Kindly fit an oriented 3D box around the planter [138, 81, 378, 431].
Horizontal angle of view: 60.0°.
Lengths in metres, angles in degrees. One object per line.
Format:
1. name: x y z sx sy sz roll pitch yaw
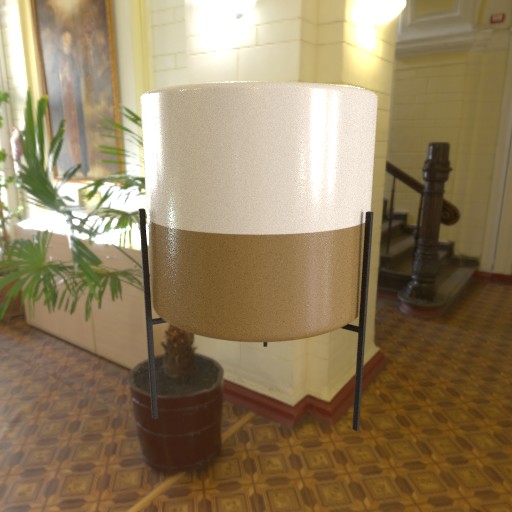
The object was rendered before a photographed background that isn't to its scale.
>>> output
1. planter: 0.000 0.000 0.633 0.310 0.432 0.310 -2 15 -9
